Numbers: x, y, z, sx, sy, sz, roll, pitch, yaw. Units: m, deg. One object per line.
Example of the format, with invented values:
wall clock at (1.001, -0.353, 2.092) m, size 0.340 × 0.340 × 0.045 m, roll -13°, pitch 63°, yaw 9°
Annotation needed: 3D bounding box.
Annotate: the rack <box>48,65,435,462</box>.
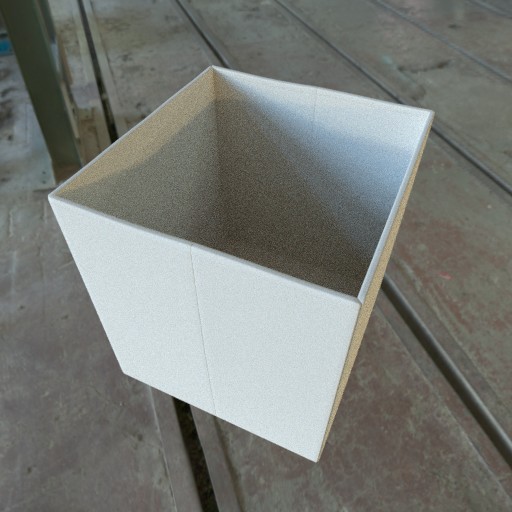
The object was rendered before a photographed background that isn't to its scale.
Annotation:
rack at (0.000, 0.000, 0.492) m, size 0.270 × 0.280 × 0.270 m, roll 19°, pitch 49°, yaw 17°
